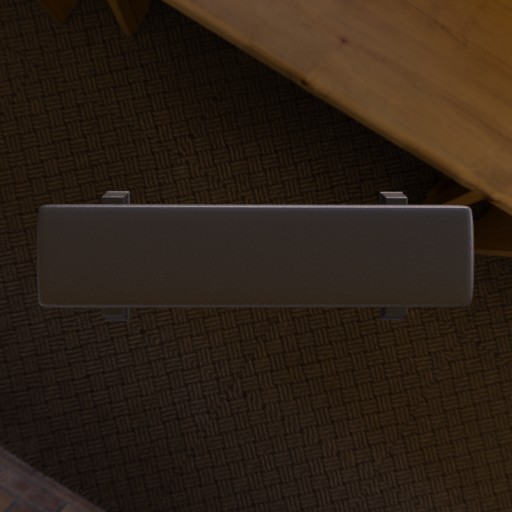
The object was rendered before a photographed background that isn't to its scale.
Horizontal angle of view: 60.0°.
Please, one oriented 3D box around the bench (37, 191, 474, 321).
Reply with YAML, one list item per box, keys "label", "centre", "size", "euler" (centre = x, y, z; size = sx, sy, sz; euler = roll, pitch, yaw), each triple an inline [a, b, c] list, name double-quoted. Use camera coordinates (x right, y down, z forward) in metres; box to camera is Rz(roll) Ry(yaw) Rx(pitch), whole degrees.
- label: "bench"
  centre: [0.000, 0.000, 1.290]
  size: [1.072, 0.453, 0.439]
  euler: [0, 90, -1]
